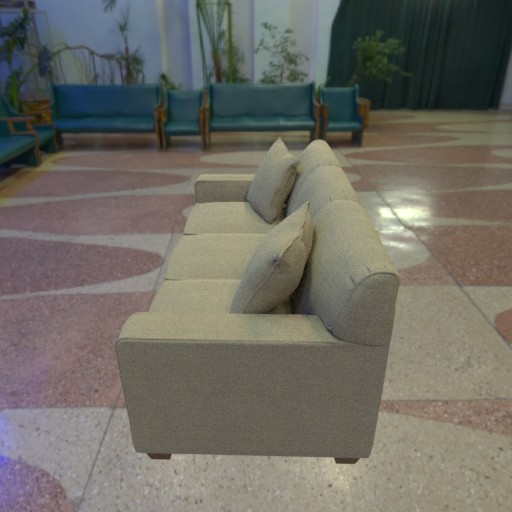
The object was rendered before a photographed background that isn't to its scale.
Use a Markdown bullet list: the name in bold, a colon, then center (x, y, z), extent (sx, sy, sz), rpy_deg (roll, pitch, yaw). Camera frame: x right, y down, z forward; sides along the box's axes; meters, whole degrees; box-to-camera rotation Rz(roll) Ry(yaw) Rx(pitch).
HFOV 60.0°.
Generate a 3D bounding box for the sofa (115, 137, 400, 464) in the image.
- **sofa**: center (0.000, 0.000, 2.472), extent (0.997, 0.958, 2.024), rpy_deg (1, 27, 1)
